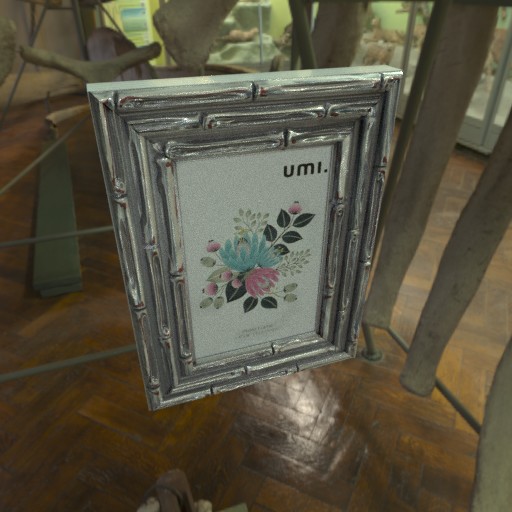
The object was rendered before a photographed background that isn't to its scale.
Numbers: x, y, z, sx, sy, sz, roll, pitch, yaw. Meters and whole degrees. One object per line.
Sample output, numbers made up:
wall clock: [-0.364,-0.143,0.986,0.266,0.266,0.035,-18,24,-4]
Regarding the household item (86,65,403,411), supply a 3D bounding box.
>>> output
household item: [0.000,0.000,0.284,0.165,0.216,0.025,-10,34,-16]
